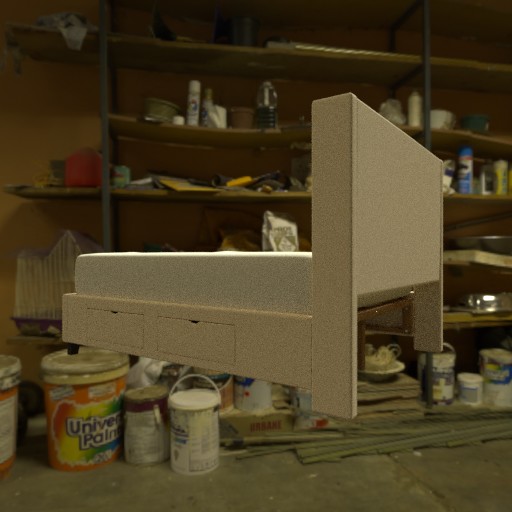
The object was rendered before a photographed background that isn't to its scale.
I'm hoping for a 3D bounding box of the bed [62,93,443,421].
[{"bbox_3d":[0.000,0.000,3.343,2.280,1.471,1.765,0,0,35],"label":"bed"}]
